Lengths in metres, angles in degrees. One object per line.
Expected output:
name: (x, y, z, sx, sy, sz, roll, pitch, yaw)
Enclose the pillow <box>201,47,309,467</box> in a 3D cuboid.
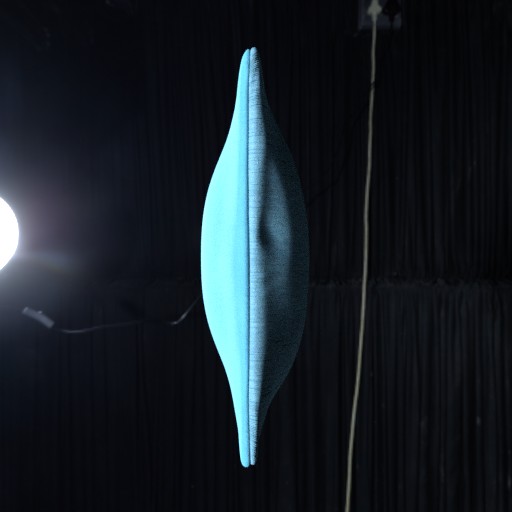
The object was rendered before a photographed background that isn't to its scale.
pillow: (0.000, 0.000, 0.646, 0.151, 0.415, 0.433, 0, 0, 0)
